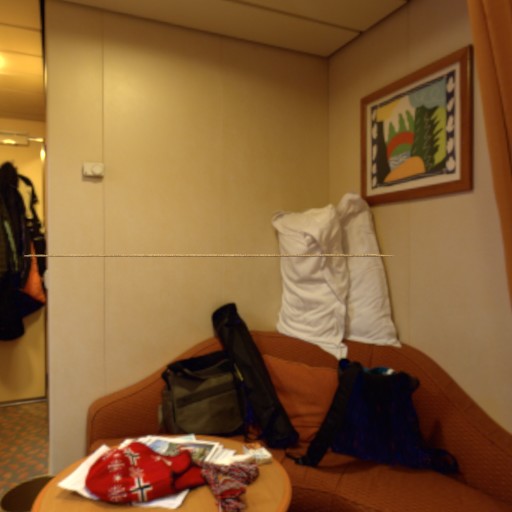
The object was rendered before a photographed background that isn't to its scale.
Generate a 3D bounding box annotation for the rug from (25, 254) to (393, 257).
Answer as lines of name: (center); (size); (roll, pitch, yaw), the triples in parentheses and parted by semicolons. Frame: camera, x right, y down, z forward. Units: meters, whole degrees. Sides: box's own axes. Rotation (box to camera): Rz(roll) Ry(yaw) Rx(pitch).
rug: (0.000, 0.000, 4.158); (2.406, 0.012, 3.034); (0, 0, 19)
